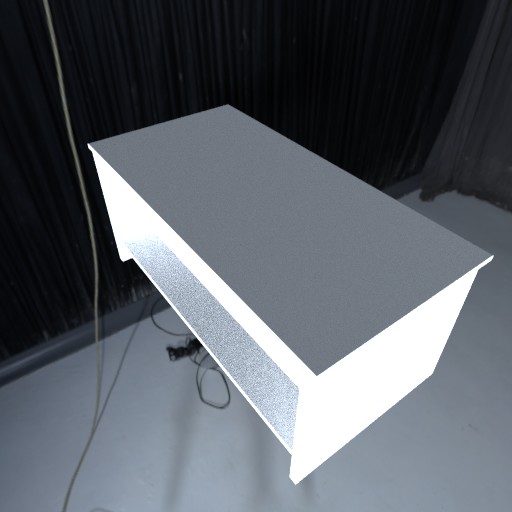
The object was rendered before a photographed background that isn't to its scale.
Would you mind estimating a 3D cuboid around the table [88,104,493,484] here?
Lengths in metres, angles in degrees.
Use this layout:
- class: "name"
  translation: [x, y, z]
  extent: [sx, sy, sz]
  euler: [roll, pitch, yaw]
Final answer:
- class: "table"
  translation: [0.000, 0.000, 1.264]
  extent: [0.500, 0.441, 1.000]
  euler: [-26, 47, -27]
